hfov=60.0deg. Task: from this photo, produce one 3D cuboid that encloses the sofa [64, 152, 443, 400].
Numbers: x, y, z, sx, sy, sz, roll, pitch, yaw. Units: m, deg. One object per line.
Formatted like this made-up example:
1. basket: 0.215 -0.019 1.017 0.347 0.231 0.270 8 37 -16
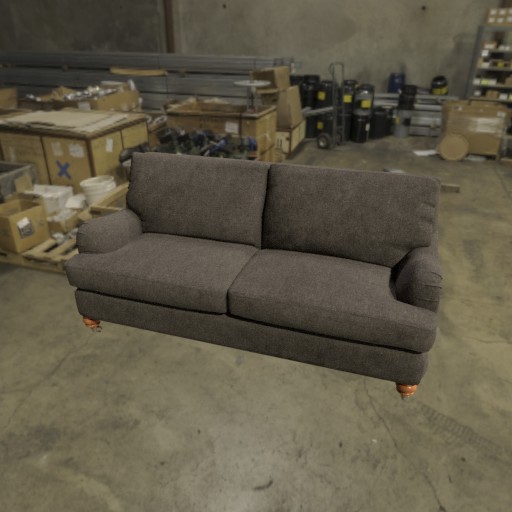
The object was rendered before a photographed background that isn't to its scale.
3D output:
1. sofa: 0.000 0.000 2.816 2.160 1.054 1.087 8 28 16
